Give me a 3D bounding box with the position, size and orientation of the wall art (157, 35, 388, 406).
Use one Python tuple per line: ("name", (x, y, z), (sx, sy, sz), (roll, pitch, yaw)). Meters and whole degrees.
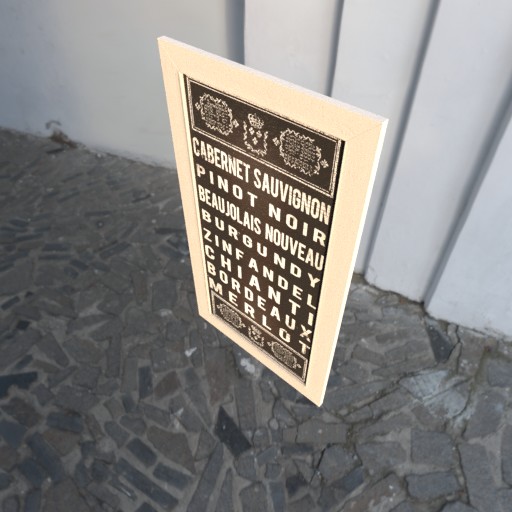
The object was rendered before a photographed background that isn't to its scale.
("wall art", (0.000, 0.000, 0.820), (0.380, 0.683, 0.013), (32, 54, 27))
